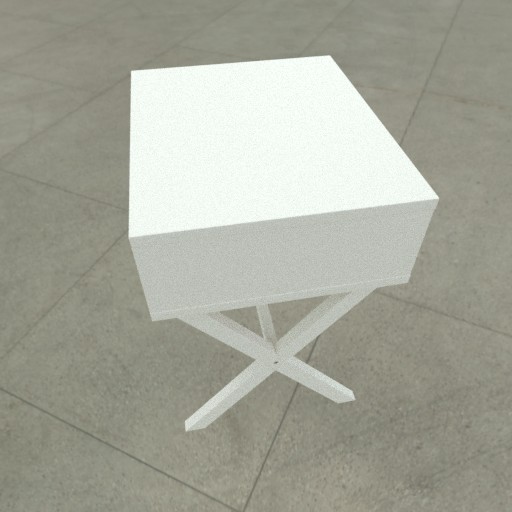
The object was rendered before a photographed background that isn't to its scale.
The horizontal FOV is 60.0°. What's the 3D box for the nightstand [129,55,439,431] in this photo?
[{"bbox_3d":[0.000,0.000,0.943,0.402,0.623,0.479,-8,46,-7],"label":"nightstand"}]
